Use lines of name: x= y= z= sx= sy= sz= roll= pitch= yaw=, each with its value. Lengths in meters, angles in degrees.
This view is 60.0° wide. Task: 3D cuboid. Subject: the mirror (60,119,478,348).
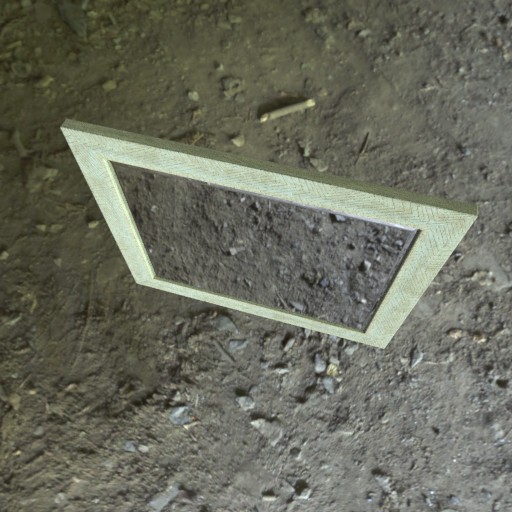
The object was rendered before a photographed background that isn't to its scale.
mirror: x=0.000 y=0.000 z=1.156 sx=0.839 sy=0.689 sz=0.028 roll=14 pitch=59 yaw=8
